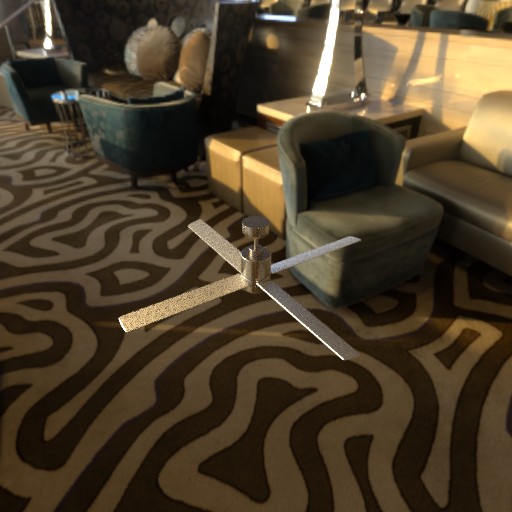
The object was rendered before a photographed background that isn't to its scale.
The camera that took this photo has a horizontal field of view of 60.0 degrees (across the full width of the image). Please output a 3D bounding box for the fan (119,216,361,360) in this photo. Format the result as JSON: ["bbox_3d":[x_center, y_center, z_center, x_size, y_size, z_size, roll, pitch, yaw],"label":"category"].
[{"bbox_3d":[0.000,0.000,2.073,1.322,0.355,1.322,-19,37,-28],"label":"fan"}]
